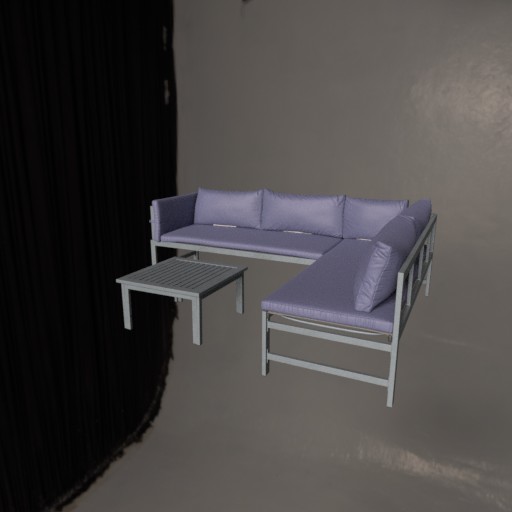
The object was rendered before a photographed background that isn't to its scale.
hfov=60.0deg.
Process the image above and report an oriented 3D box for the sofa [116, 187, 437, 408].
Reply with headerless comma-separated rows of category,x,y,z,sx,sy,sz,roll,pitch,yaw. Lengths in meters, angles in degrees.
sofa,0.000,0.000,3.048,2.149,0.762,1.658,7,16,25
